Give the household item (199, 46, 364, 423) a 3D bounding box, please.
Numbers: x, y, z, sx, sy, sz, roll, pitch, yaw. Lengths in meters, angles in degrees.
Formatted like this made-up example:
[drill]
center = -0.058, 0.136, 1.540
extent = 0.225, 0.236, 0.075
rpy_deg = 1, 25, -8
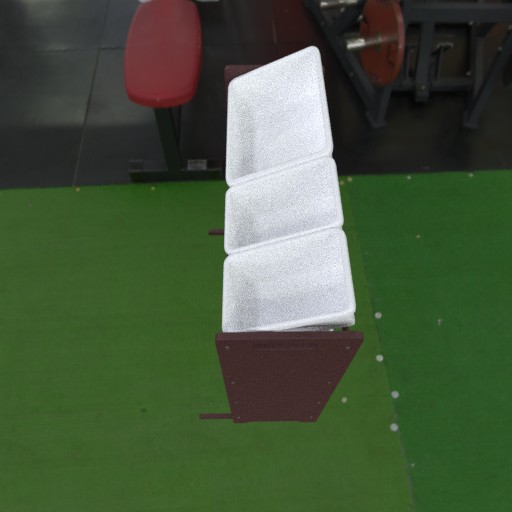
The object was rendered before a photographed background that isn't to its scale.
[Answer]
[household item]
center = 0.000, 0.000, 1.312
extent = 0.389, 0.864, 0.787
rpy_deg = -1, 59, 0
